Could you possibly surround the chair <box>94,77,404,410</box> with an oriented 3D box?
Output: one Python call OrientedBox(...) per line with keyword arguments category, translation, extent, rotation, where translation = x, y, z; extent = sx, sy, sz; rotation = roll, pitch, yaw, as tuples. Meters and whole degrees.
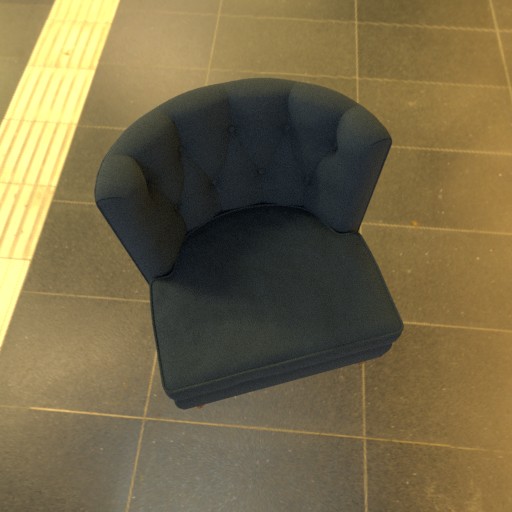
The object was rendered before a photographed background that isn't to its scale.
OrientedBox(category="chair", translation=(0.000, 0.000, 1.358), extent=(0.740, 0.771, 0.718), rotation=(-13, 65, -6))
